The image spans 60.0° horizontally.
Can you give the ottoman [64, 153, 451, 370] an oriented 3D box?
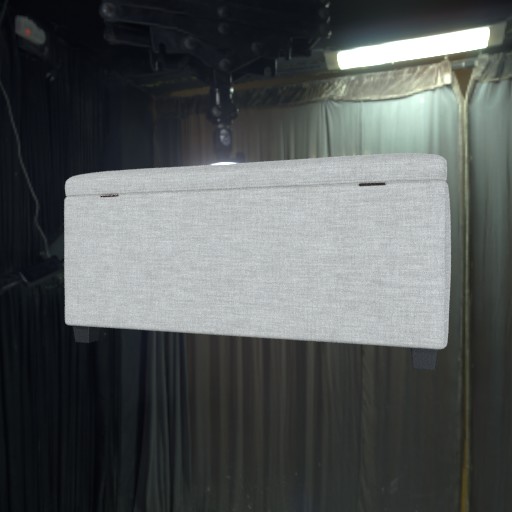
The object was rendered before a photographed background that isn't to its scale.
[{"bbox_3d":[0.000,0.000,1.151,0.902,0.432,0.419,0,1,18],"label":"ottoman"}]
